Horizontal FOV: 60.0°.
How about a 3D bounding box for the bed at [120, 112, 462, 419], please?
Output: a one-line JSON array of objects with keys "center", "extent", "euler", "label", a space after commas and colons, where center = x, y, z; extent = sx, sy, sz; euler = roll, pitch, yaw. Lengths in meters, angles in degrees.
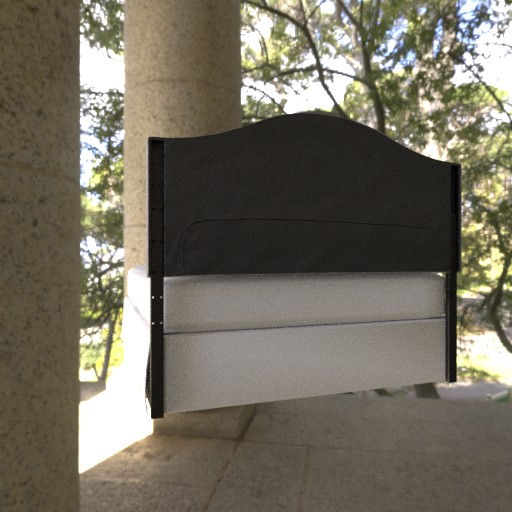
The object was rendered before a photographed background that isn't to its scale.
[{"center": [0.000, 0.000, 2.880], "extent": [1.610, 1.295, 1.870], "euler": [0, 0, -20], "label": "bed"}]
